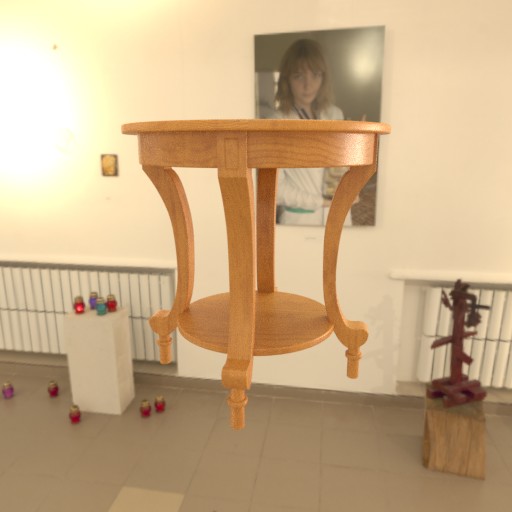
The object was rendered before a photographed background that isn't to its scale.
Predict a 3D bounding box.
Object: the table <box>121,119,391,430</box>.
[{"bbox_3d":[0.000,0.000,1.093,0.597,0.612,0.597,0,14,0],"label":"table"}]
